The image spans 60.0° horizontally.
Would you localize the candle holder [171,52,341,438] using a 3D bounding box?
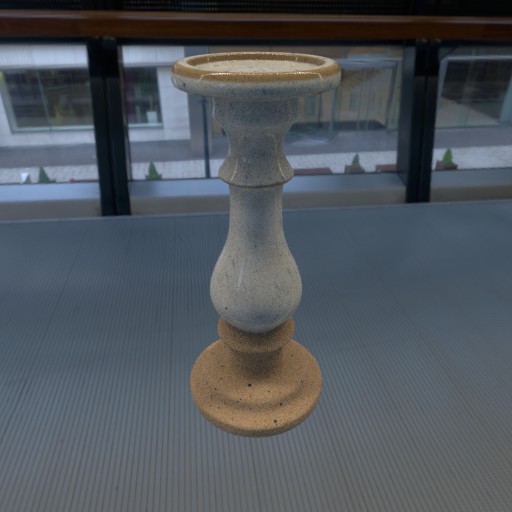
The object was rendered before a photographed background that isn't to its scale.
[{"bbox_3d":[0.000,0.000,0.250,0.088,0.203,0.088,0,31,0],"label":"candle holder"}]
